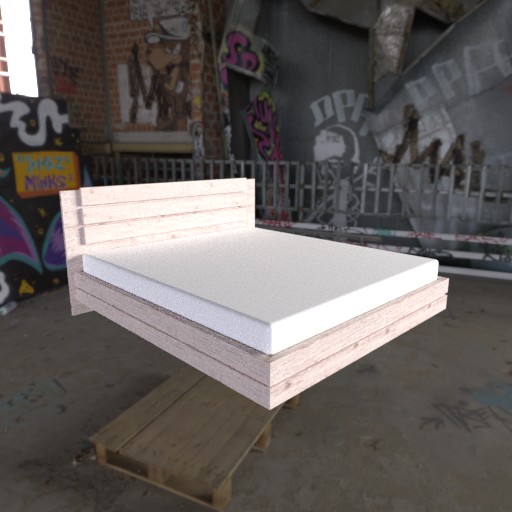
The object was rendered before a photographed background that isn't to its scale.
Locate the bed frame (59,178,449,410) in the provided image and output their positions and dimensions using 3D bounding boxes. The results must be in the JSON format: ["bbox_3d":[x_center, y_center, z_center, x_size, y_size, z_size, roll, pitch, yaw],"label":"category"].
[{"bbox_3d":[0.000,0.000,3.255,1.950,0.970,2.080,-13,19,-43],"label":"bed frame"}]
